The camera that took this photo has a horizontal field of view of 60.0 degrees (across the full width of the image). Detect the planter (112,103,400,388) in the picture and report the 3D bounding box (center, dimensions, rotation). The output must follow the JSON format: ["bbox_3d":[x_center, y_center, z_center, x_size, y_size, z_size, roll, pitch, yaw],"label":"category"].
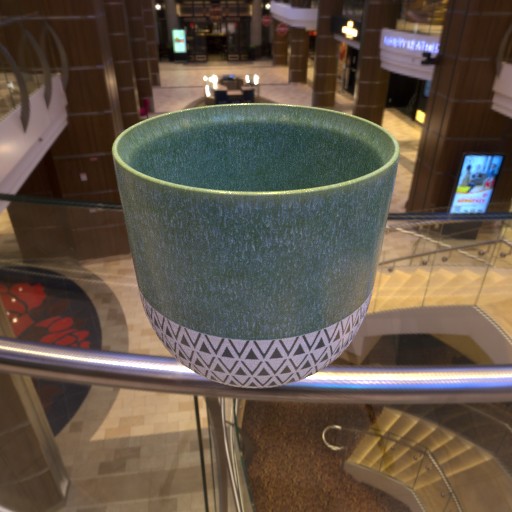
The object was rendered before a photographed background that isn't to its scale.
[{"bbox_3d":[0.000,0.000,0.495,0.266,0.270,0.266,0,32,0],"label":"planter"}]
